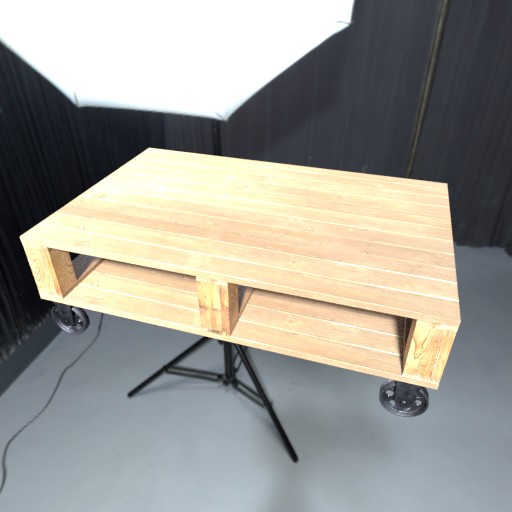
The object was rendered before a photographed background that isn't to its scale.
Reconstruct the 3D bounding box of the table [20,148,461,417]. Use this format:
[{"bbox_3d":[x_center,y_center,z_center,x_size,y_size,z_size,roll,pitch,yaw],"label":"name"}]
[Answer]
[{"bbox_3d":[0.000,0.000,1.675,1.299,0.413,0.827,10,35,15],"label":"table"}]
